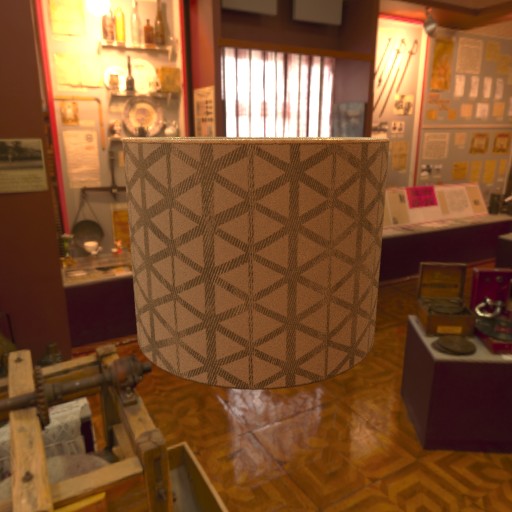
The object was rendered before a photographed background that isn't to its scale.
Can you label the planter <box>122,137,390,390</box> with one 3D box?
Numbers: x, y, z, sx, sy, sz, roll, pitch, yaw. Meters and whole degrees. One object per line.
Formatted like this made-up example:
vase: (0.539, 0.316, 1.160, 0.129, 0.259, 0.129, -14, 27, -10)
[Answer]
planter: (0.000, 0.000, 0.352, 0.190, 0.181, 0.190, 0, 15, 0)
